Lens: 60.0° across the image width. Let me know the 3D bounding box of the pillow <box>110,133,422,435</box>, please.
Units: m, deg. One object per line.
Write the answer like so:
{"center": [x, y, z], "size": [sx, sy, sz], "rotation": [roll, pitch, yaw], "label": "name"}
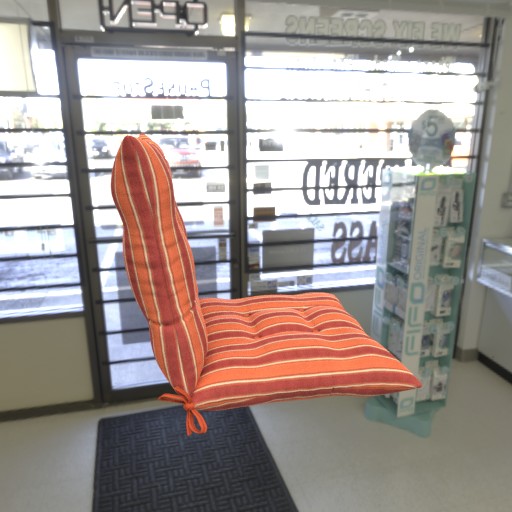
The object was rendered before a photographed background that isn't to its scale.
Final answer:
{"center": [0.000, 0.000, 1.003], "size": [0.585, 0.536, 0.541], "rotation": [-3, 16, -11], "label": "pillow"}
